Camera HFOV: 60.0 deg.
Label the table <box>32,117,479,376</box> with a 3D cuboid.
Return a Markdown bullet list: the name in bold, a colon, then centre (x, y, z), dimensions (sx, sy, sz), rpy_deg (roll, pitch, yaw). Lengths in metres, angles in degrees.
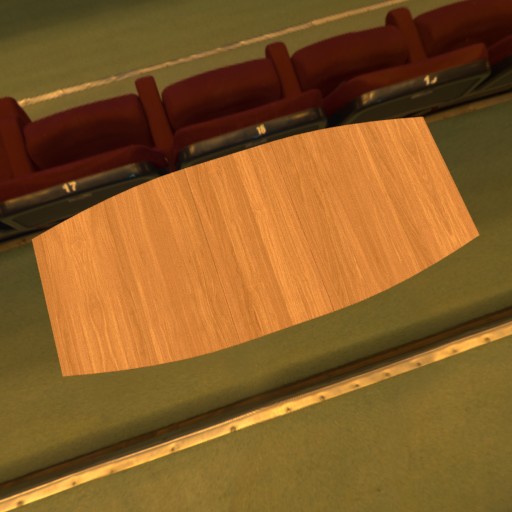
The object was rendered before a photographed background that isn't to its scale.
- **table**: centre (0.000, 0.000, 2.480), dimensions (2.032, 0.750, 0.900), rpy_deg (-18, 77, -4)
